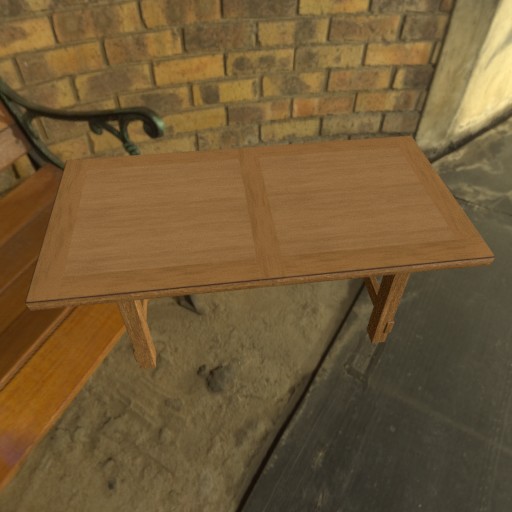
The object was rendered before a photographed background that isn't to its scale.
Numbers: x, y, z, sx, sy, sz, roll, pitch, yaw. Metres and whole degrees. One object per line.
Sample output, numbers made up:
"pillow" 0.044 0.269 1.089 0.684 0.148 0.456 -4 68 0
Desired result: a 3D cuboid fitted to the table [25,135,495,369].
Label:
"table" 0.000 0.000 2.462 1.982 0.762 1.000 -5 47 -5
